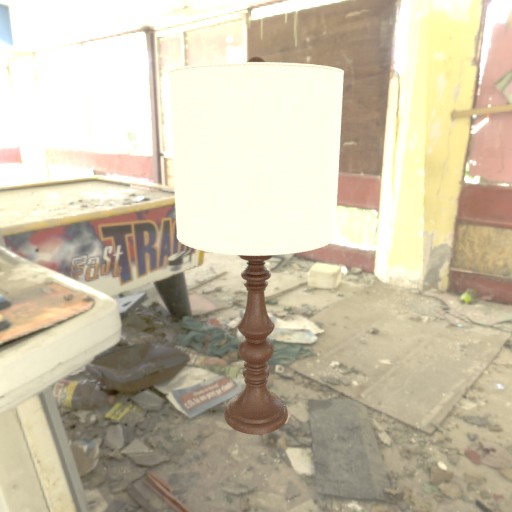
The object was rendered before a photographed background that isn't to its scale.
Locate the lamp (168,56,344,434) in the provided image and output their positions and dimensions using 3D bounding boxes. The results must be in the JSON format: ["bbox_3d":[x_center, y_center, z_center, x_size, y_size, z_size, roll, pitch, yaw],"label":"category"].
[{"bbox_3d":[0.000,0.000,0.721,0.250,0.597,0.250,-9,19,-28],"label":"lamp"}]
